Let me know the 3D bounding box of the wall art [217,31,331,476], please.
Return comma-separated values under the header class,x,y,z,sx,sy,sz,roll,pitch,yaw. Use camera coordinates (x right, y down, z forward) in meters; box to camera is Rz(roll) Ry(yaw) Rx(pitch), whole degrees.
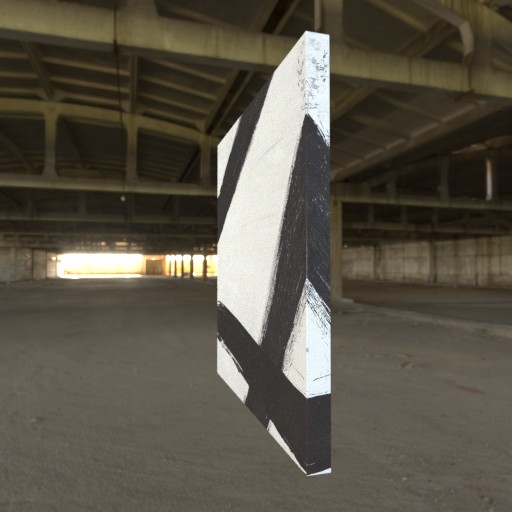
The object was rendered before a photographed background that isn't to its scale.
class,x,y,z,sx,sy,sz,roll,pitch,yaw
wall art,0.000,0.000,1.133,0.046,0.765,0.765,0,-1,-16
